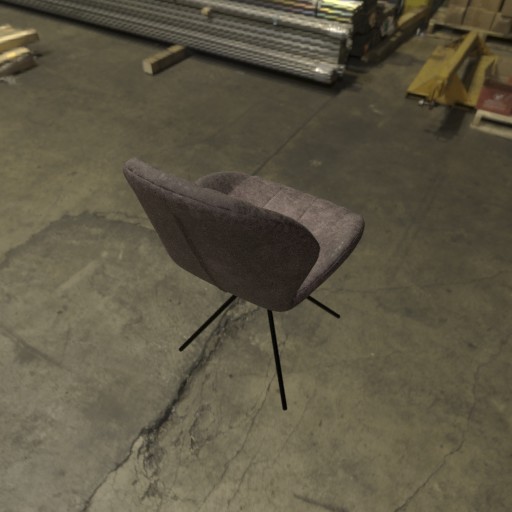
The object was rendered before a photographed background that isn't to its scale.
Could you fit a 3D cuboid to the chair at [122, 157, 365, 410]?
[{"bbox_3d":[0.000,0.000,1.315,0.527,0.934,0.640,24,51,21],"label":"chair"}]
